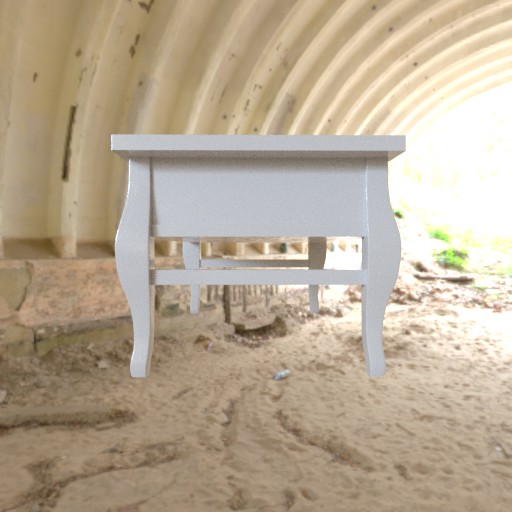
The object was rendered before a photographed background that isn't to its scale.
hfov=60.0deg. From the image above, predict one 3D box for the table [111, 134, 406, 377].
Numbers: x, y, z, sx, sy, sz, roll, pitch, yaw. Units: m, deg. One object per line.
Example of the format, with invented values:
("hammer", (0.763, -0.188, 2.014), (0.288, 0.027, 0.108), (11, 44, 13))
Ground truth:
("table", (0.000, 0.000, 1.410), (0.600, 0.495, 1.062), (0, 1, -1))
